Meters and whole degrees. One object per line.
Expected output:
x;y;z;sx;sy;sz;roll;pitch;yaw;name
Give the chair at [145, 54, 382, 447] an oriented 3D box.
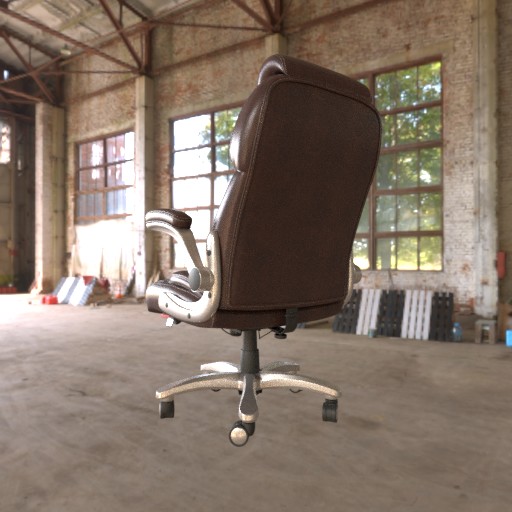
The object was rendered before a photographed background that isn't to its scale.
0.000;0.000;1.625;0.733;1.160;0.774;0;0;-37;chair
